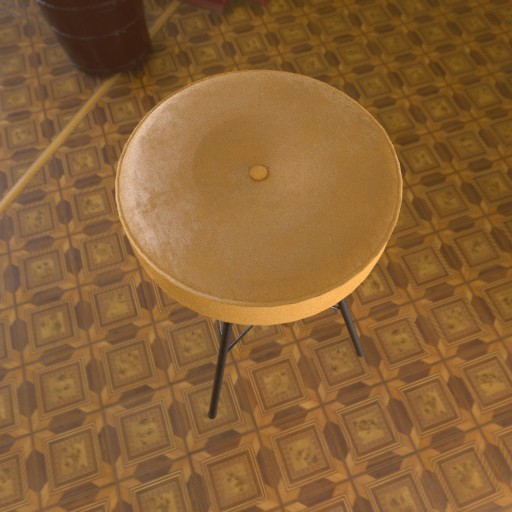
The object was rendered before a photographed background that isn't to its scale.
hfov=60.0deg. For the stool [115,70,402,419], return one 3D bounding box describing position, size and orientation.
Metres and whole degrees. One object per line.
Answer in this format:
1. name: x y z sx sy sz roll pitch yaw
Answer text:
1. stool: 0.000 0.000 0.910 0.438 0.595 0.472 -18 66 -8
